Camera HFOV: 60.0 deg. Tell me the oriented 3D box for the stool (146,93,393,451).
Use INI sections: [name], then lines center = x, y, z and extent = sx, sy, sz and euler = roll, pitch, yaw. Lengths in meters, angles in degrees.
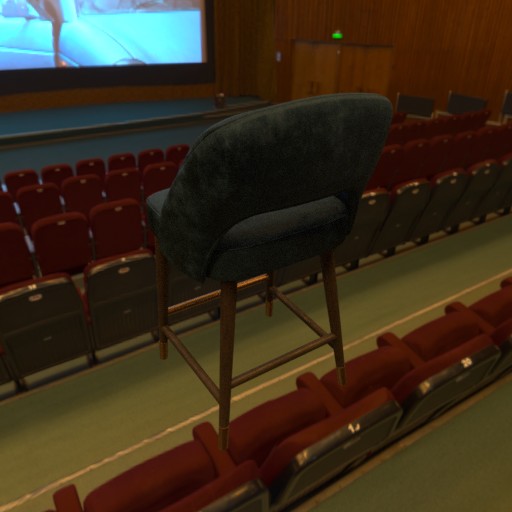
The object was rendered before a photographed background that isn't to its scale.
[stool]
center = 0.000, 0.000, 1.230
extent = 0.536, 0.925, 0.524
euler = -18, 35, -28
